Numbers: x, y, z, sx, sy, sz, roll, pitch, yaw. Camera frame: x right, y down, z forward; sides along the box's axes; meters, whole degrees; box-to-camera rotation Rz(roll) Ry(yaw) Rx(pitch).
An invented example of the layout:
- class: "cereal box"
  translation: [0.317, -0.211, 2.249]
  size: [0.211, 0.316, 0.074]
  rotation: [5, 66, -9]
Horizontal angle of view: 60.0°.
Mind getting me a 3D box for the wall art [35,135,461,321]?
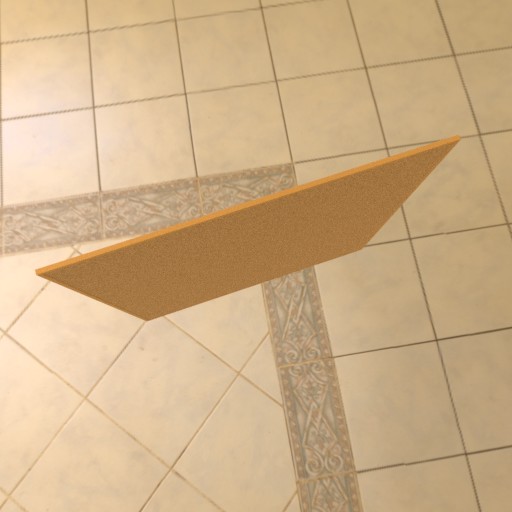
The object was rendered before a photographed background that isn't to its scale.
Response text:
- class: "wall art"
  translation: [0.000, 0.000, 1.418]
  size: [0.962, 0.959, 0.013]
  rotation: [-18, 77, -4]
